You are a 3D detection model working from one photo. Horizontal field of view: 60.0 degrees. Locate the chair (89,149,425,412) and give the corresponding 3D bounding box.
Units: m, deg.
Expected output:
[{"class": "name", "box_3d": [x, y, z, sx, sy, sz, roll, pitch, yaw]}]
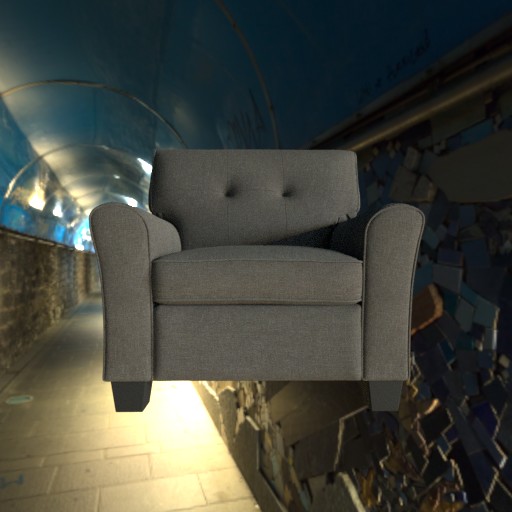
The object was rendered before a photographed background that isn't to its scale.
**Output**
[{"class": "chair", "box_3d": [0.000, 0.000, 1.615, 0.941, 0.890, 0.816, 0, 0, -1]}]
